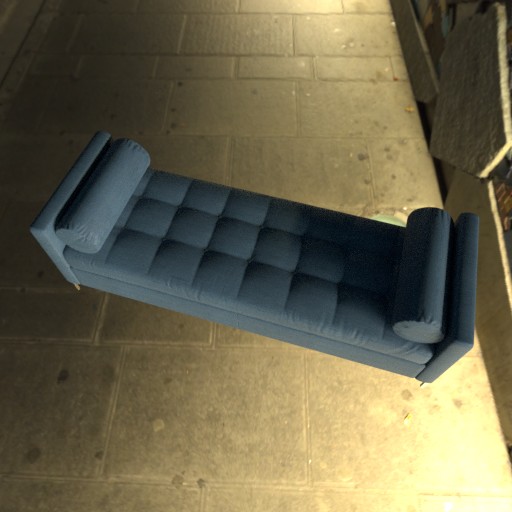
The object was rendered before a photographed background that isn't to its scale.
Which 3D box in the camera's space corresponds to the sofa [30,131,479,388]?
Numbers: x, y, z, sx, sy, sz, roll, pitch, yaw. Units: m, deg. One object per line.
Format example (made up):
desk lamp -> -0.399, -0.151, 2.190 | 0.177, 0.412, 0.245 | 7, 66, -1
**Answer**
sofa -> 0.000, 0.000, 2.299 | 1.981, 0.635, 0.686 | 14, 59, 9
